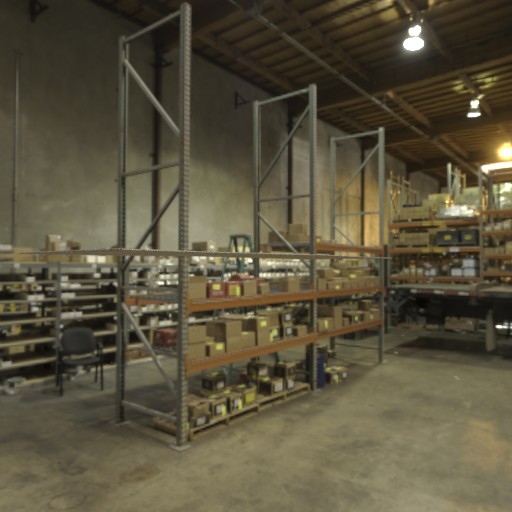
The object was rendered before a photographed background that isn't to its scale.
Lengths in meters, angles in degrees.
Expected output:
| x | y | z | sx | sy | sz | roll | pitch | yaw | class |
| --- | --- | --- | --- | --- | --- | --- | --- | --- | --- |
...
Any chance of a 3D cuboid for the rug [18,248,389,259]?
| x | y | z | sx | sy | sz | roll | pitch | yaw | class |
| --- | --- | --- | --- | --- | --- | --- | --- | --- | --- |
| 0.000 | 0.000 | 2.609 | 0.741 | 0.014 | 2.390 | -1 | -1 | 38 | rug |
